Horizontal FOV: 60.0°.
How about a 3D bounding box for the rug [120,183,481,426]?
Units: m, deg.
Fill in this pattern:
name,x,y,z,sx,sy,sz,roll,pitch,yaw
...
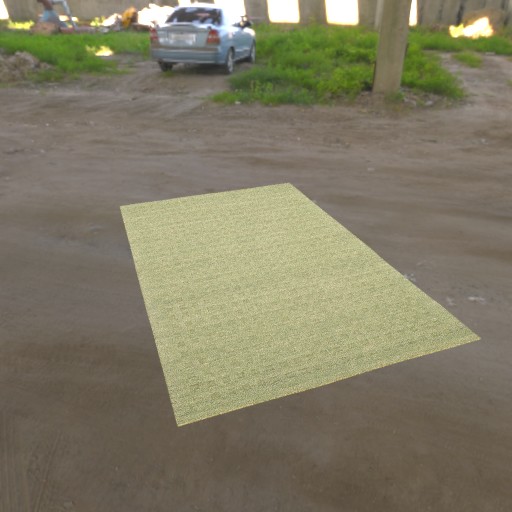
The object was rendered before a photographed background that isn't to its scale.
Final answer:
name,x,y,z,sx,sy,sz,roll,pitch,yaw
rug,0.000,0.000,2.190,1.143,0.006,1.747,-10,31,-18
